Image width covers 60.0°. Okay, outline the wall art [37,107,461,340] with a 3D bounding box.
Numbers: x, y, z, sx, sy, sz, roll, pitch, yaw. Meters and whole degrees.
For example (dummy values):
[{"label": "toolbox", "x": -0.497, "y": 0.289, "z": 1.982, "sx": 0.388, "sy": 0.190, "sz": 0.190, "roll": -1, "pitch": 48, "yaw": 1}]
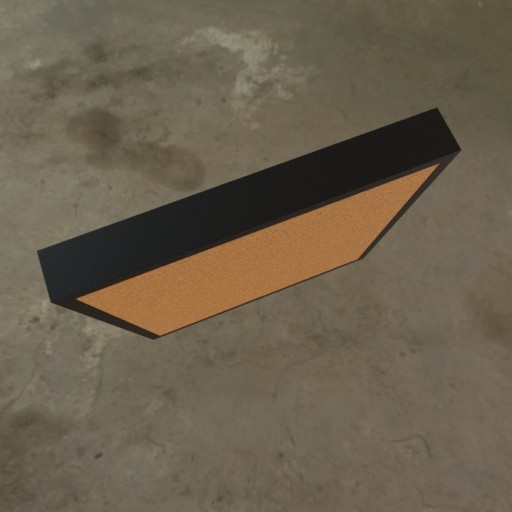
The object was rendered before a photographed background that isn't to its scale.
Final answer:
[{"label": "wall art", "x": 0.000, "y": 0.000, "z": 0.457, "sx": 0.305, "sy": 0.304, "sz": 0.038, "roll": -21, "pitch": 76, "yaw": -6}]
